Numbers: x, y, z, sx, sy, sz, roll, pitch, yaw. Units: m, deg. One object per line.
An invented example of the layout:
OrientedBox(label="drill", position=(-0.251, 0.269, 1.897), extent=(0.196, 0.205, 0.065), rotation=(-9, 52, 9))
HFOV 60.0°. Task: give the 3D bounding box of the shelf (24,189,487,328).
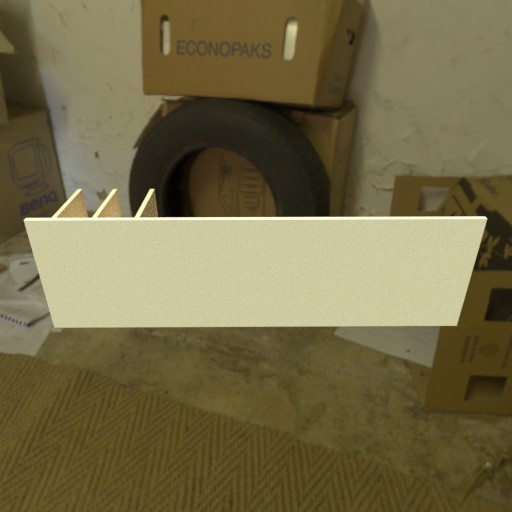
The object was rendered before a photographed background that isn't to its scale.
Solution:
OrientedBox(label="shelf", position=(0.000, 0.000, 1.135), extent=(1.020, 0.300, 0.200), rotation=(0, 30, 0))
